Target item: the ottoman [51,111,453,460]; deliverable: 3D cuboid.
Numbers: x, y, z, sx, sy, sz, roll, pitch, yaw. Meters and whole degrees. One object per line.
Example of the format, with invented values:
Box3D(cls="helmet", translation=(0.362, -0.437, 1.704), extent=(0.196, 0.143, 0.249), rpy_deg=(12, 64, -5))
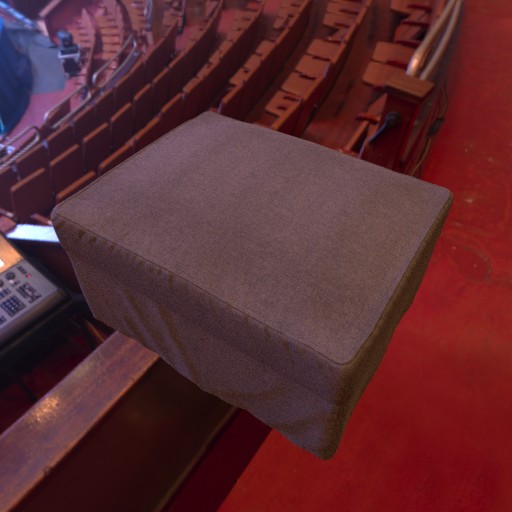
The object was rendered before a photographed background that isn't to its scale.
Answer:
Box3D(cls="ottoman", translation=(0.000, 0.000, 1.253), extent=(0.833, 0.492, 0.652), rpy_deg=(25, 50, 23))
